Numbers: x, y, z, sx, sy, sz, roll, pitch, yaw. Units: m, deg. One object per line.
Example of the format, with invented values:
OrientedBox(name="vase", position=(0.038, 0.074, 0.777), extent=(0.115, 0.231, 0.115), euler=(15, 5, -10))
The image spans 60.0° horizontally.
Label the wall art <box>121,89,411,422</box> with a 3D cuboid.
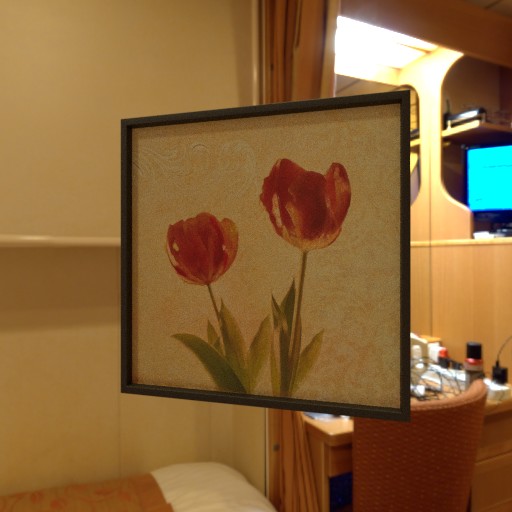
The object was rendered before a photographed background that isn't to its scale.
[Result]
OrientedBox(name="wall art", position=(0.000, 0.000, 0.532), extent=(0.349, 0.349, 0.038), euler=(0, 0, 17))
